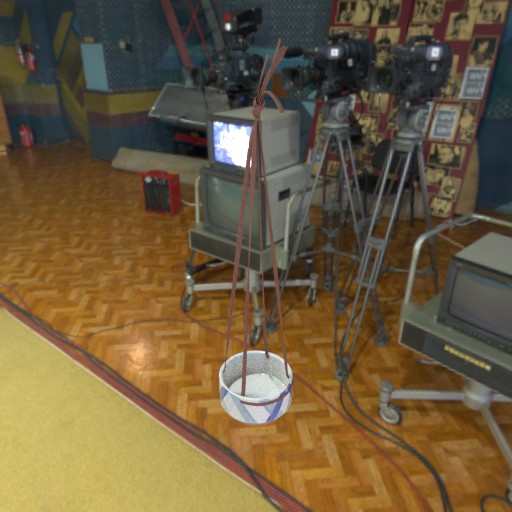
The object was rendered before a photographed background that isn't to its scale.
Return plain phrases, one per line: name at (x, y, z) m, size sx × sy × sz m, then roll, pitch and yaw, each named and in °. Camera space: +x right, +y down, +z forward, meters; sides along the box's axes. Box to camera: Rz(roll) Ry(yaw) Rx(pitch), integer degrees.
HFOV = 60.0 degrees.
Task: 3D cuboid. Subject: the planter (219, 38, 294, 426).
planter at (0.000, 0.000, 0.853) m, size 0.166 × 0.751 × 0.166 m, roll 0°, pitch 26°, yaw 0°
